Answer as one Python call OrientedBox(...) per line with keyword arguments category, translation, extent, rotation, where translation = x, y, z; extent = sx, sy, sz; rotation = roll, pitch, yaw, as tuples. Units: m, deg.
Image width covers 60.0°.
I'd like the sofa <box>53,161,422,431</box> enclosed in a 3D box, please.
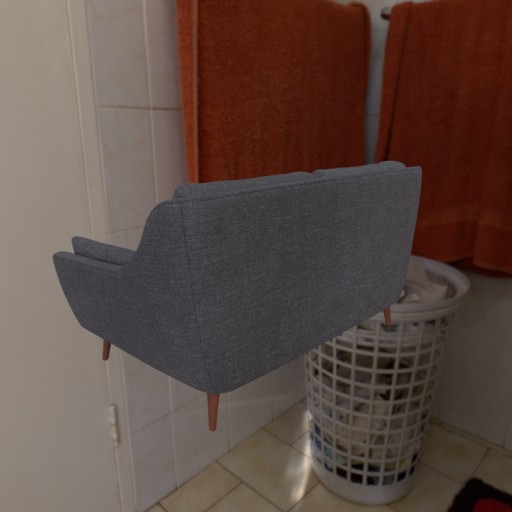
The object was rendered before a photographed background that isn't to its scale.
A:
OrientedBox(category="sofa", translation=(0.000, 0.000, 2.193), extent=(1.646, 0.887, 0.976), rotation=(-16, 23, -42))
